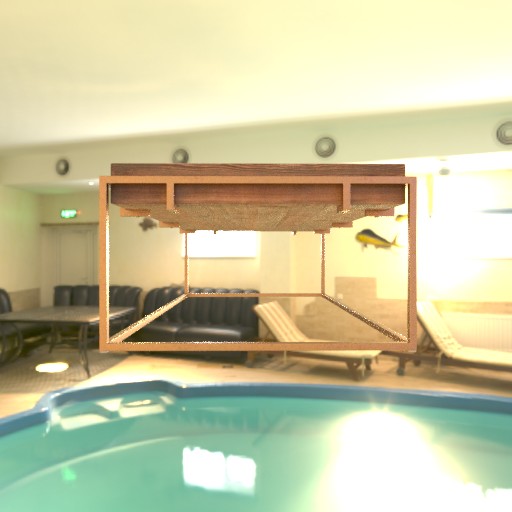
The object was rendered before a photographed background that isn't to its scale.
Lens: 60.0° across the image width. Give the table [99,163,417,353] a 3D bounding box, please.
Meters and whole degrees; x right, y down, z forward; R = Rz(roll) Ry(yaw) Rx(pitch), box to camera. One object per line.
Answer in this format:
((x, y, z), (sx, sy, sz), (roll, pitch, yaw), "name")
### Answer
((0.000, 0.000, 1.773), (0.775, 0.468, 1.387), (0, 0, -1), "table")
